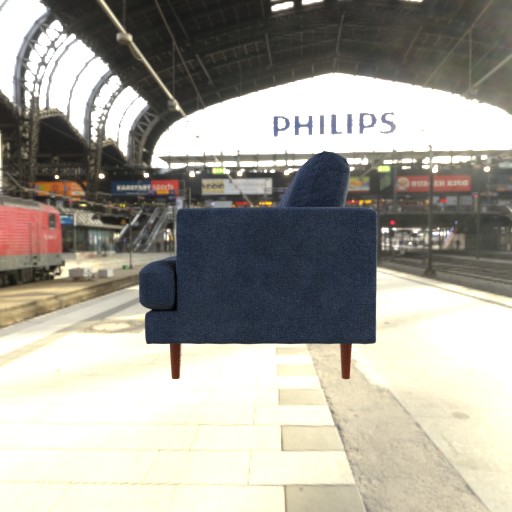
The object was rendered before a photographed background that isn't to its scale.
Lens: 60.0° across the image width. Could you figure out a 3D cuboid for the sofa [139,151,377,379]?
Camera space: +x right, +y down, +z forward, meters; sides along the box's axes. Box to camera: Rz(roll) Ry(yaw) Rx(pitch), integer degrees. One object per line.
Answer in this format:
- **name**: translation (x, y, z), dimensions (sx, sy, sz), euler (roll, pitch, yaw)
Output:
- **sofa**: translation (0.000, 0.000, 2.751), dimensions (0.903, 0.930, 2.246), euler (0, 2, 0)
